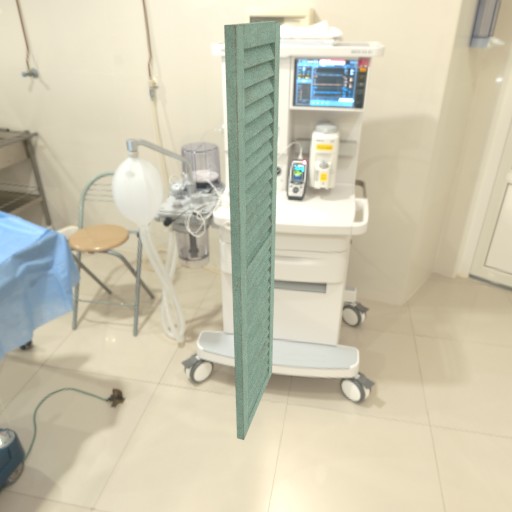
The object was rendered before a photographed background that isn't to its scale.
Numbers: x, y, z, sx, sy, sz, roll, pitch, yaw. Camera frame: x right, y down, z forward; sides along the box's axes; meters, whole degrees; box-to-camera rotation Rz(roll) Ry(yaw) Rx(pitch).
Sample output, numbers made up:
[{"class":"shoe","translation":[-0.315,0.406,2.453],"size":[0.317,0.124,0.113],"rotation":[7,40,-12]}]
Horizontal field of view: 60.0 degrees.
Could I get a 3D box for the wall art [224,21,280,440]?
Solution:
[{"class":"wall art","translation":[0.000,0.000,1.308],"size":[0.025,1.219,0.329],"rotation":[9,31,16]}]
